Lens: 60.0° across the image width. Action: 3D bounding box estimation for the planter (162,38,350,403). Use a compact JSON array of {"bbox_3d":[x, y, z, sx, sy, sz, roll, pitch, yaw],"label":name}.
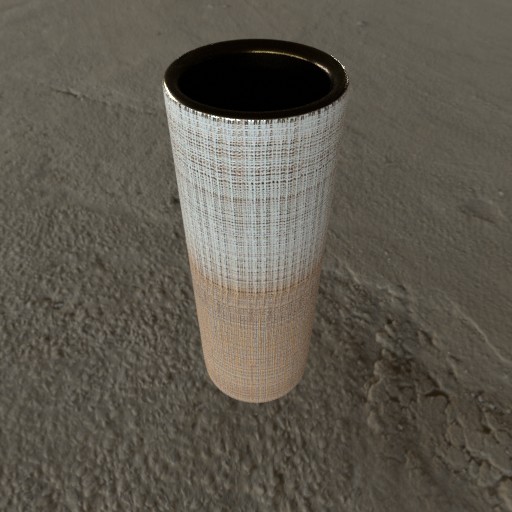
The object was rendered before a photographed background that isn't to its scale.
[{"bbox_3d":[0.000,0.000,0.333,0.099,0.278,0.099,16,47,15],"label":"planter"}]
